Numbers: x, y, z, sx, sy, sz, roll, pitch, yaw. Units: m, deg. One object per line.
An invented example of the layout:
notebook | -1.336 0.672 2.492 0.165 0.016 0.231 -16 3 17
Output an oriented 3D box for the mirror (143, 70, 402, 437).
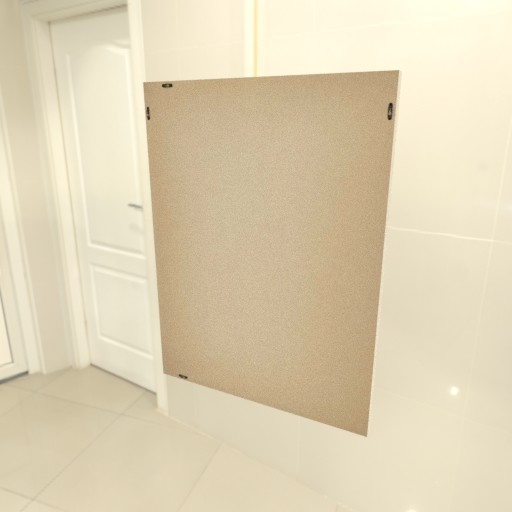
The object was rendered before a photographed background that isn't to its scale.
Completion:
mirror | 0.000 0.000 1.354 0.762 1.016 0.041 9 19 26
